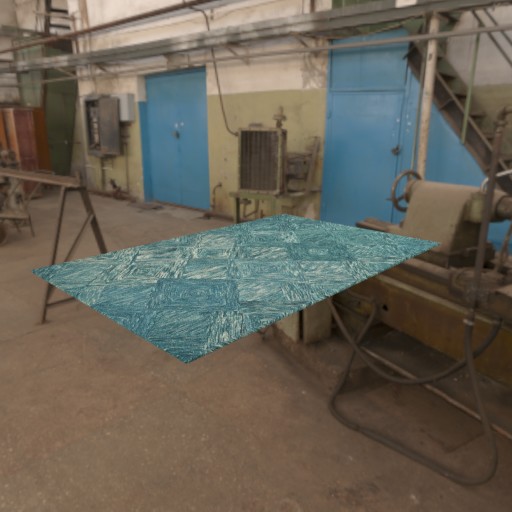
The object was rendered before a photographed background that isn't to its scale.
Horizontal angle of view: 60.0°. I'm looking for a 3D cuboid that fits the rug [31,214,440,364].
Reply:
[{"bbox_3d":[0.000,0.000,2.896,1.490,0.015,2.277,16,23,42],"label":"rug"}]
